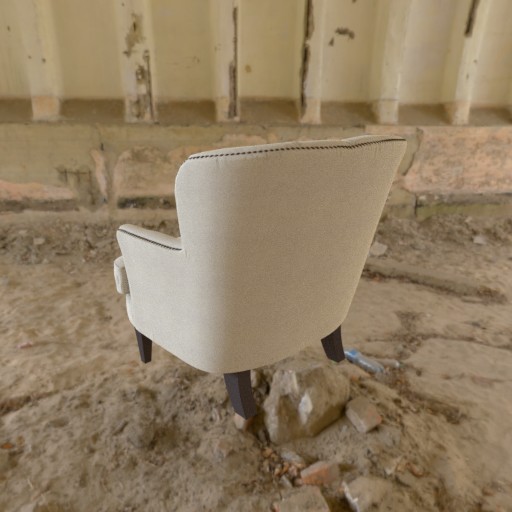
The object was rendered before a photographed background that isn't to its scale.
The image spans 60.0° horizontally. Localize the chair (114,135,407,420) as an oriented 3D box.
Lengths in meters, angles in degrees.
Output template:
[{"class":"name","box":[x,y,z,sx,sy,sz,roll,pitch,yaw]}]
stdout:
[{"class":"chair","box":[0.000,0.000,1.606,0.848,0.868,0.906,-16,24,-41]}]
